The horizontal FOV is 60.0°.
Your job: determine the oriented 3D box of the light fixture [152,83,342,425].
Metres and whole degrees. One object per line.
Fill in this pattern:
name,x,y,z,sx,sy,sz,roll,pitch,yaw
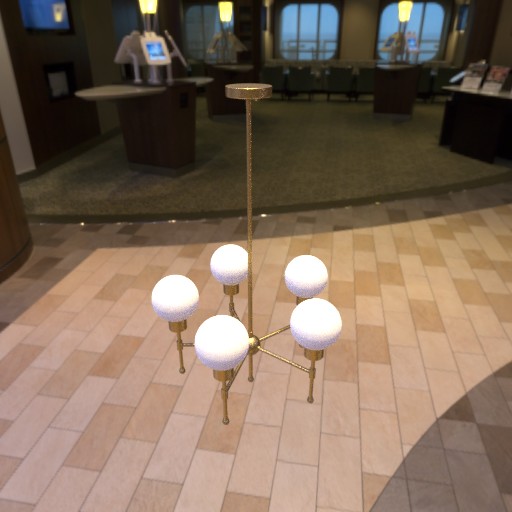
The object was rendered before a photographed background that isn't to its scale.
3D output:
light fixture,0.000,0.000,1.844,0.785,1.331,0.815,-18,32,-32
